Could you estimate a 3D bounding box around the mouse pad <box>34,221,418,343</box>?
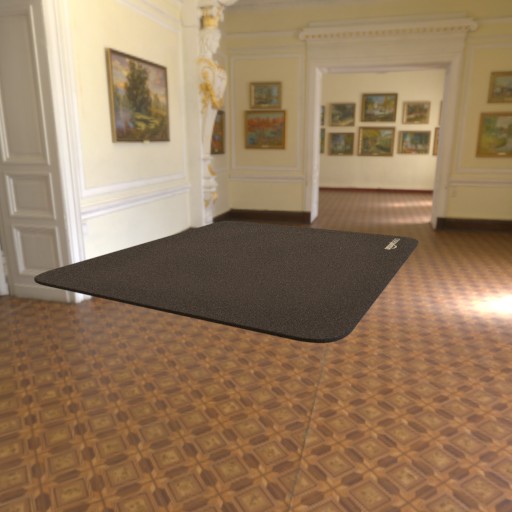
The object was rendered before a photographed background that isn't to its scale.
[{"bbox_3d":[0.000,0.000,0.345,0.211,0.002,0.249,7,16,27],"label":"mouse pad"}]
